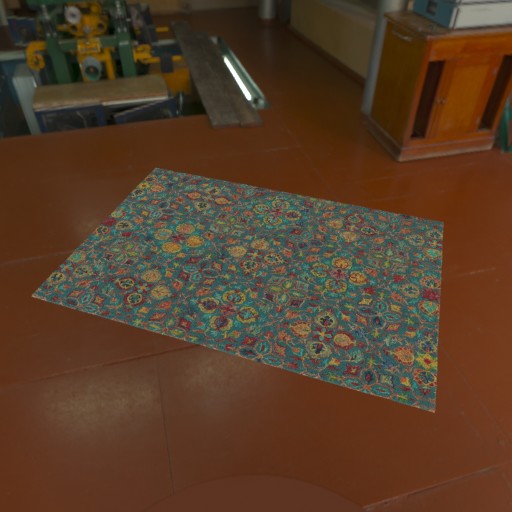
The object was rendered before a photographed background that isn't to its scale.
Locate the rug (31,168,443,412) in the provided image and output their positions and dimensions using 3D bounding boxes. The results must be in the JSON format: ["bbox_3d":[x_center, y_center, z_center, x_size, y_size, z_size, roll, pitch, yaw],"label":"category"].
[{"bbox_3d":[0.000,0.000,2.880,2.290,0.016,1.527,13,44,14],"label":"rug"}]
